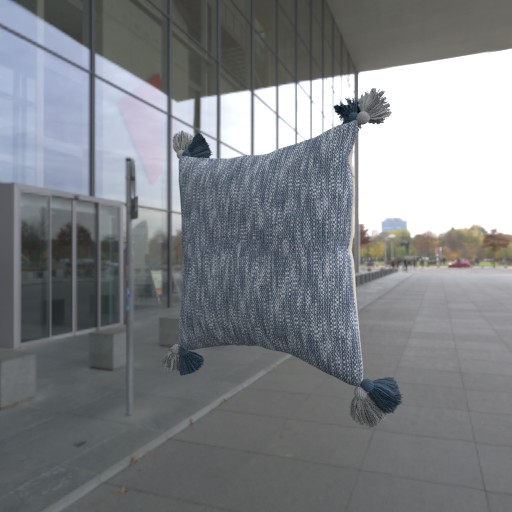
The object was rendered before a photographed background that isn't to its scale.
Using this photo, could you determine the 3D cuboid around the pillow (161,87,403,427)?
[{"bbox_3d":[0.000,0.000,0.950,0.614,0.634,0.138,0,0,37],"label":"pillow"}]
